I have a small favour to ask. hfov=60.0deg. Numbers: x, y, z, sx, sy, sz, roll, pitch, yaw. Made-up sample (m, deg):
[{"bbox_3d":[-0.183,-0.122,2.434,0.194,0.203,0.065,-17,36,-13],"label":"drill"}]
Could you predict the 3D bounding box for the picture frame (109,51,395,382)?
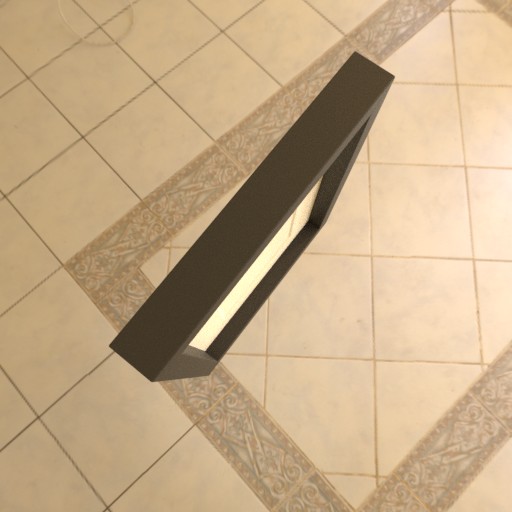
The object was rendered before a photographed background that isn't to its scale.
[{"bbox_3d":[0.000,0.000,0.395,0.042,0.284,0.232,37,78,9],"label":"picture frame"}]
